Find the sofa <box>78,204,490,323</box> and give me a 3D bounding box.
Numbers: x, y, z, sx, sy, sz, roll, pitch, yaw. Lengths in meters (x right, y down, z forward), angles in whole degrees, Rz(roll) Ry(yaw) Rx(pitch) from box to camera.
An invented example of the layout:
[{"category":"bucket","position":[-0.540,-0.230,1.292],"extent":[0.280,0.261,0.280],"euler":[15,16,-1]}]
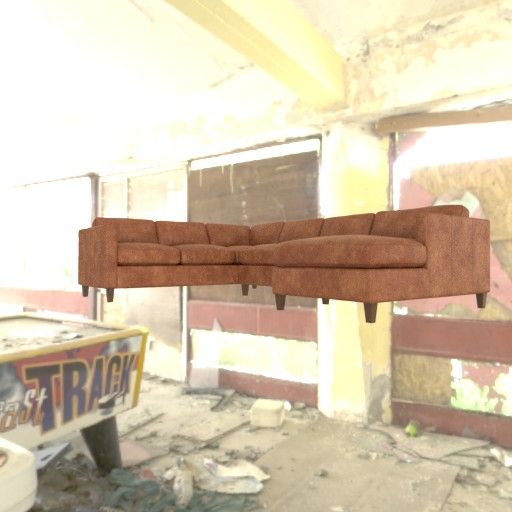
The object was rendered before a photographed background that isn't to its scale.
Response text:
[{"category":"sofa","position":[0.000,0.000,4.314],"extent":[2.452,0.888,3.324],"euler":[0,-1,-37]}]
